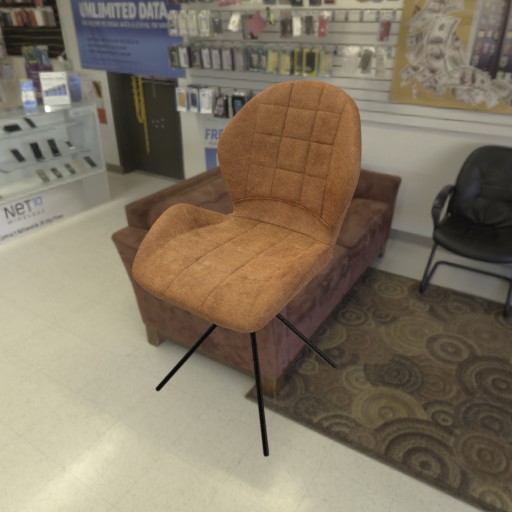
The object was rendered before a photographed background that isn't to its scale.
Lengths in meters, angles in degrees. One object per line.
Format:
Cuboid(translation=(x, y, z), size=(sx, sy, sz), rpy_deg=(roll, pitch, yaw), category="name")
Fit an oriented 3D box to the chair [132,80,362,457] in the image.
Cuboid(translation=(0.000, 0.000, 1.332), size=(0.527, 0.929, 0.640), rpy_deg=(19, 34, 30), category="chair")
